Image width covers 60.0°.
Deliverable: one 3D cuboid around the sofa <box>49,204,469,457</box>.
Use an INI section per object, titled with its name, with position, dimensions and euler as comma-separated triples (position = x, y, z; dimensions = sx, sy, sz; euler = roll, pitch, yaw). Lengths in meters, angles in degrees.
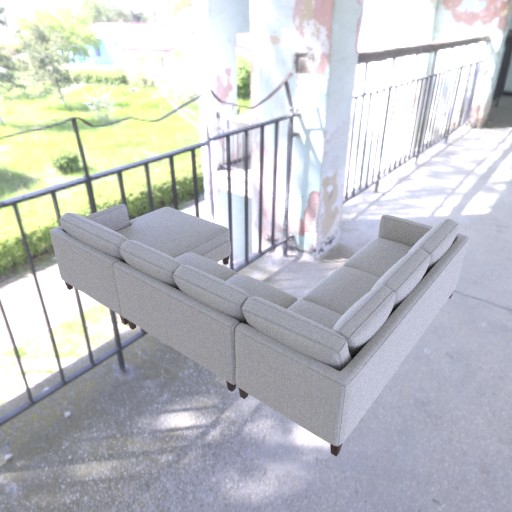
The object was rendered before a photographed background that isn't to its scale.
[sofa]
position = 0.000, 0.000, 4.528
dimensions = 3.403, 0.889, 2.551
euler = 21, 36, 33
